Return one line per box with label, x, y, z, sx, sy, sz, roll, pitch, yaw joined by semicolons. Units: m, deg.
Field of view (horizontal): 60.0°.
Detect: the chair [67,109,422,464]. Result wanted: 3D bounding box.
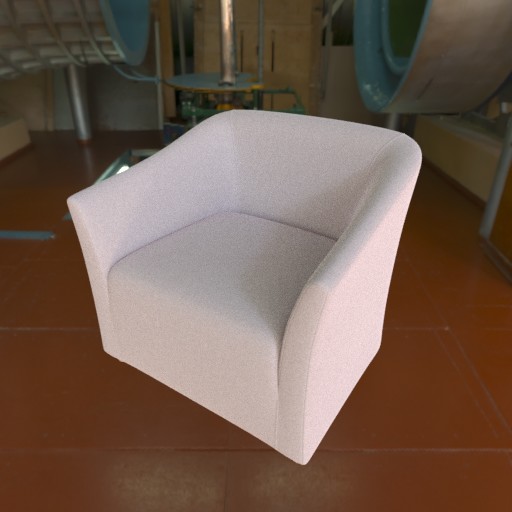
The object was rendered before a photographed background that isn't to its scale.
chair;0.000;0.000;1.353;0.790;0.720;0.700;18;34;29
